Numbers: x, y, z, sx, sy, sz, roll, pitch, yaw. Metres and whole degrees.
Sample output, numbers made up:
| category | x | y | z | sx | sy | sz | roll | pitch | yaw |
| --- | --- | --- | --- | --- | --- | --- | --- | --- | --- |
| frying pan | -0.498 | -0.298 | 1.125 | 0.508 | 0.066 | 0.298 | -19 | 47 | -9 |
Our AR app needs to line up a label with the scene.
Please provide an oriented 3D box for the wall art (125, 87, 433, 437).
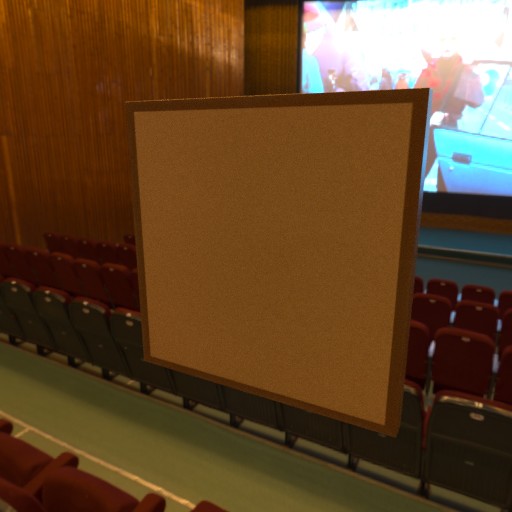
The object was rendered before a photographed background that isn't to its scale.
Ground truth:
| category | x | y | z | sx | sy | sz | roll | pitch | yaw |
| --- | --- | --- | --- | --- | --- | --- | --- | --- | --- |
| wall art | 0.000 | 0.000 | 0.750 | 0.510 | 0.509 | 0.033 | 8 | 17 | 27 |
